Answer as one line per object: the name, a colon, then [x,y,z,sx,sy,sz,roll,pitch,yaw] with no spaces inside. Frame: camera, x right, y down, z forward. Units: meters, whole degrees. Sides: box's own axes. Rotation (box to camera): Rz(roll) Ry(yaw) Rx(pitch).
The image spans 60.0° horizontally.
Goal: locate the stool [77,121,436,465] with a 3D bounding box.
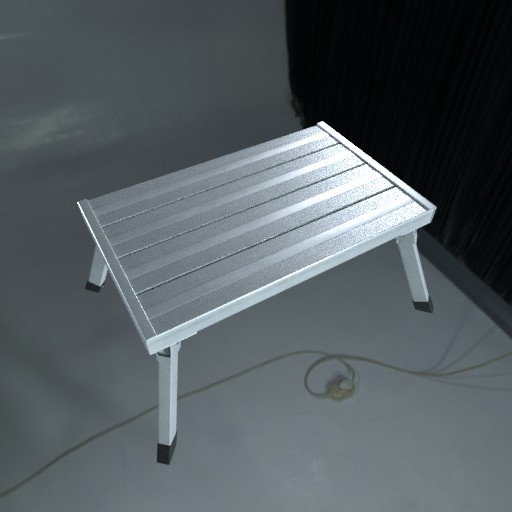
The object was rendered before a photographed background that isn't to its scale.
stool: [0.000,0.000,0.739,0.535,0.225,0.385,-23,51,-20]
